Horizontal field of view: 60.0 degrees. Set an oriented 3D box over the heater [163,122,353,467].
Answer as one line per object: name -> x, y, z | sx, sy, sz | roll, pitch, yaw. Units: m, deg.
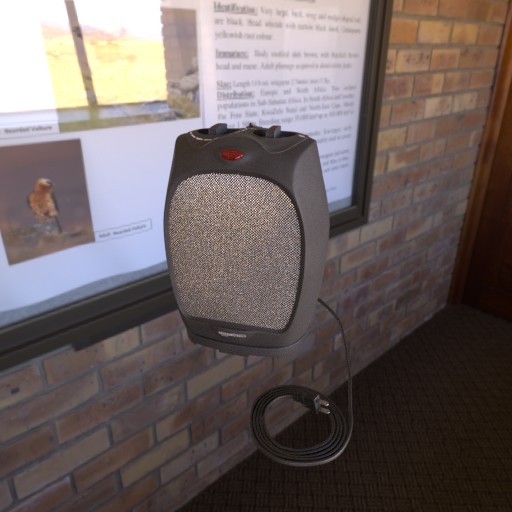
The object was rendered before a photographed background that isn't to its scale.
heater -> 0.000, 0.000, 0.473 | 0.239, 0.255, 0.291 | 7, 26, 14
